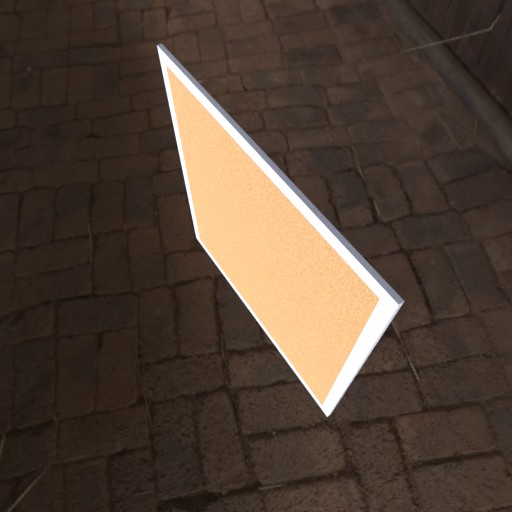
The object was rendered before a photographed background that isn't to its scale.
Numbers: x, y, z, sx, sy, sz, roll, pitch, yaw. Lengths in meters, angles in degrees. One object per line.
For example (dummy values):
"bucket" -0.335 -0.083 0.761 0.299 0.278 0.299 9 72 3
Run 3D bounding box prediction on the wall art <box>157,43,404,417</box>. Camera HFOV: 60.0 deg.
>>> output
"wall art" 0.000 0.000 0.836 0.009 0.559 0.558 -30 63 -17
